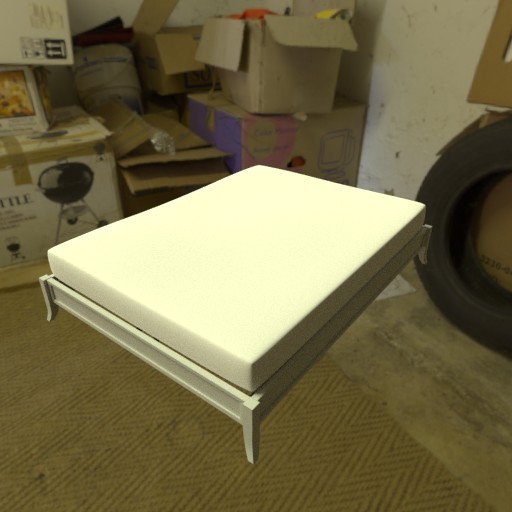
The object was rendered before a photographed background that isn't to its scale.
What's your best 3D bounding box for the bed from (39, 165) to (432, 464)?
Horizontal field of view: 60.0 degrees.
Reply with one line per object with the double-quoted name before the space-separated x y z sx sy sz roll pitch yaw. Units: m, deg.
"bed" 0.000 0.000 2.884 1.604 0.510 2.108 21 36 32
